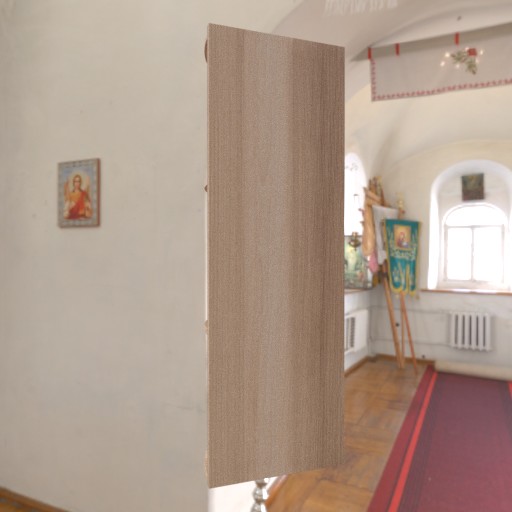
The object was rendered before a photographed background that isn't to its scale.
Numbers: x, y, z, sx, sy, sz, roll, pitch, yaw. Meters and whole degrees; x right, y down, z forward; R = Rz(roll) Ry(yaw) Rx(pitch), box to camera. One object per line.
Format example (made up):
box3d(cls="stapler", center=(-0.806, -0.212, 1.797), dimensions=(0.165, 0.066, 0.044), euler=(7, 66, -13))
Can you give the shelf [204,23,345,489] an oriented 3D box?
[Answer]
box3d(cls="shelf", center=(0.000, 0.000, 1.015), dimensions=(0.290, 0.872, 0.290), euler=(0, 0, -20))
